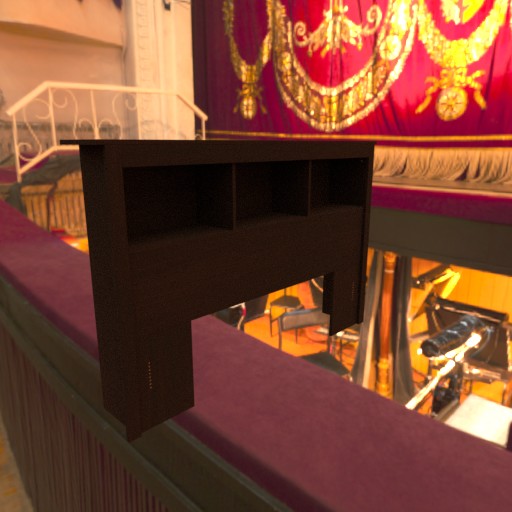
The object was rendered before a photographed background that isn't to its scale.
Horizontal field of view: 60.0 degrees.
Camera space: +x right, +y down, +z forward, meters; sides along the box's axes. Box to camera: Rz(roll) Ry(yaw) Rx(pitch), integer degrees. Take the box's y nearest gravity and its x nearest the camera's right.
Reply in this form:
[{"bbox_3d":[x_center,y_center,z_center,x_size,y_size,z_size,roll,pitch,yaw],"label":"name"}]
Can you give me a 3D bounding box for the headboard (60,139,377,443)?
[{"bbox_3d":[0.000,0.000,2.165,0.279,1.092,1.671,14,20,43],"label":"headboard"}]
